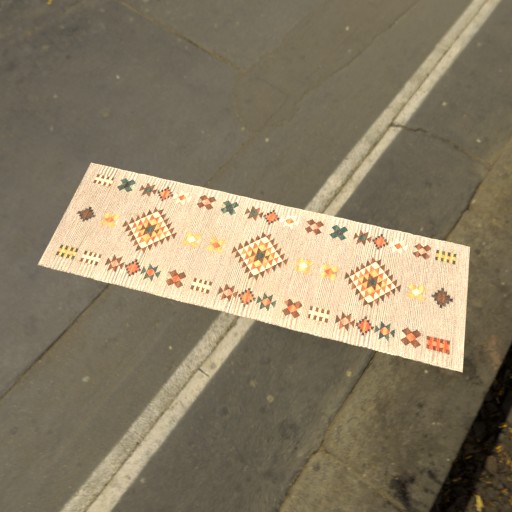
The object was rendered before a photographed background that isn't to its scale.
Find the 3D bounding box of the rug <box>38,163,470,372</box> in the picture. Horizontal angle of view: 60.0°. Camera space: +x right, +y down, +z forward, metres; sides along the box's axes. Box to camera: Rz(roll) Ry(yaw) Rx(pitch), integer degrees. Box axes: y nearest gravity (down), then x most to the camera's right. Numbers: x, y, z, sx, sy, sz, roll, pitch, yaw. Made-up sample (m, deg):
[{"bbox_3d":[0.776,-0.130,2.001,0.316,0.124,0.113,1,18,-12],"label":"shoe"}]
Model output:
[{"bbox_3d":[0.000,0.000,2.611,2.432,0.008,0.766,13,65,6],"label":"rug"}]
